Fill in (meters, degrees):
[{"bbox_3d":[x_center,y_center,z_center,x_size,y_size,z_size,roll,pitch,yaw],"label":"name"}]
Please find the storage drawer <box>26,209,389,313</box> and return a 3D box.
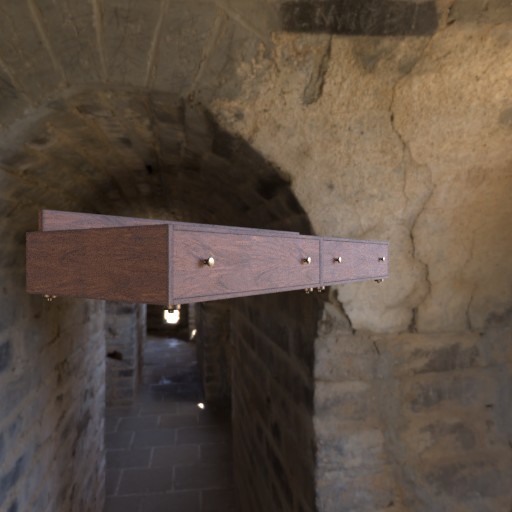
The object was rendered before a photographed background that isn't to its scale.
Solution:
[{"bbox_3d":[0.000,0.000,2.231,0.774,0.339,1.914,0,0,35],"label":"storage drawer"}]
